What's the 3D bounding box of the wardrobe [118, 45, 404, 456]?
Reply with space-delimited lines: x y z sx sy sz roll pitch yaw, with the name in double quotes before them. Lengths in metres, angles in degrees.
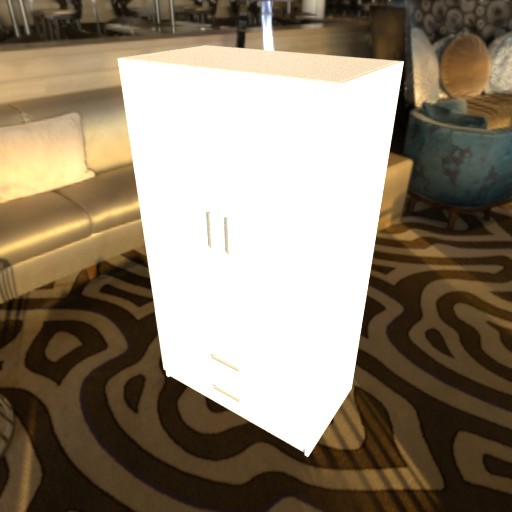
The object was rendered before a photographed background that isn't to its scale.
"wardrobe" 0.000 0.000 2.217 0.991 1.808 0.577 19 36 29
